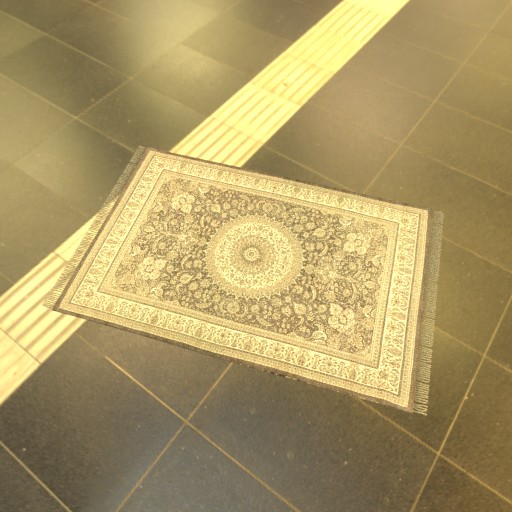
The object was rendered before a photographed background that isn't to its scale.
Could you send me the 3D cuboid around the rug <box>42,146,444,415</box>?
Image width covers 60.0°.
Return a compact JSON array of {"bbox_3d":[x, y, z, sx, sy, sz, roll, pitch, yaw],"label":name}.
[{"bbox_3d":[0.000,0.000,4.289,3.422,0.015,2.143,14,59,9],"label":"rug"}]
